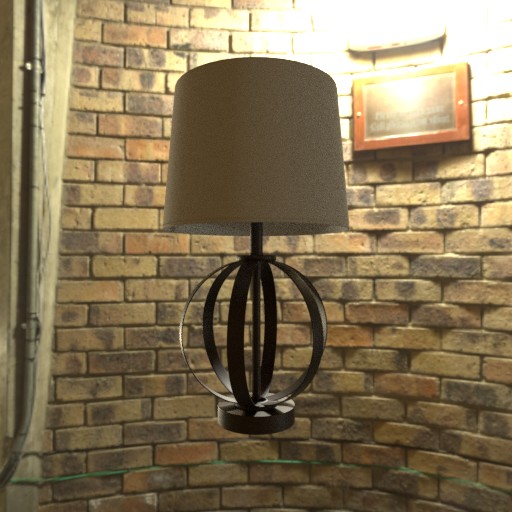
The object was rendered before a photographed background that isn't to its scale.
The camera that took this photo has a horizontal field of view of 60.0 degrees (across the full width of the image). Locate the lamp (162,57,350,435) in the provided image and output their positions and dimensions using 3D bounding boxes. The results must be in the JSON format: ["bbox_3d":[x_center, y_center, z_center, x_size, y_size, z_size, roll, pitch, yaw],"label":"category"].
[{"bbox_3d":[0.000,0.000,0.693,0.286,0.510,0.286,0,-1,0],"label":"lamp"}]
